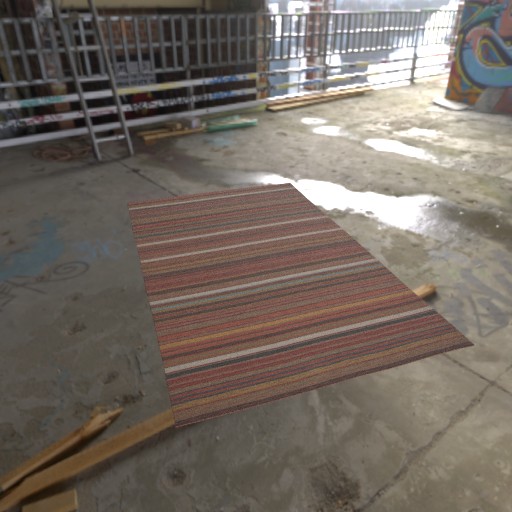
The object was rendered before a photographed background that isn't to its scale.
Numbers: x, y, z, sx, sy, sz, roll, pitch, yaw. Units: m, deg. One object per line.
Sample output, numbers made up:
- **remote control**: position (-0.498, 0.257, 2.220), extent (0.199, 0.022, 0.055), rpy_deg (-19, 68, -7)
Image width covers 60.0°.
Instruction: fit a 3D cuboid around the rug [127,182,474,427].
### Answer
- **rug**: position (0.000, 0.000, 3.027), extent (1.523, 0.008, 2.438), rpy_deg (-10, 32, -16)
